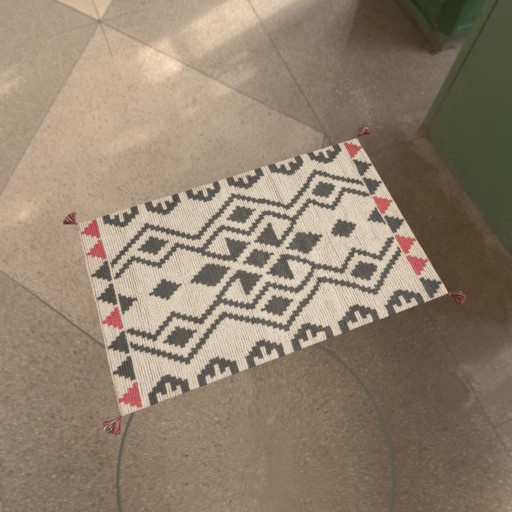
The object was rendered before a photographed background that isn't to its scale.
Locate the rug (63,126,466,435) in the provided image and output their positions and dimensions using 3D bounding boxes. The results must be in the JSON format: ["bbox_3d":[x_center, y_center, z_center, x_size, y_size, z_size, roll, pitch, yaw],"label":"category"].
[{"bbox_3d":[0.000,0.000,3.340,2.672,0.066,1.741,-19,66,-8],"label":"rug"}]
